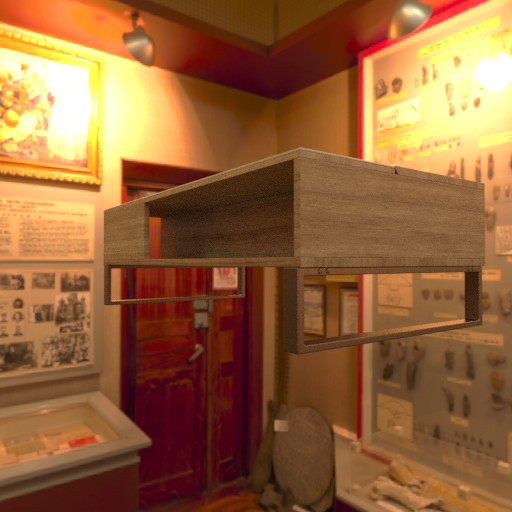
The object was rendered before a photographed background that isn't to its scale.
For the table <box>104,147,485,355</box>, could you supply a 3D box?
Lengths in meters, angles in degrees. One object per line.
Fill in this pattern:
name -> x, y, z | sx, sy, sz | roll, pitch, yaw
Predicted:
table -> 0.000, 0.000, 1.363 | 0.600, 0.350, 1.100 | 1, -1, -35
